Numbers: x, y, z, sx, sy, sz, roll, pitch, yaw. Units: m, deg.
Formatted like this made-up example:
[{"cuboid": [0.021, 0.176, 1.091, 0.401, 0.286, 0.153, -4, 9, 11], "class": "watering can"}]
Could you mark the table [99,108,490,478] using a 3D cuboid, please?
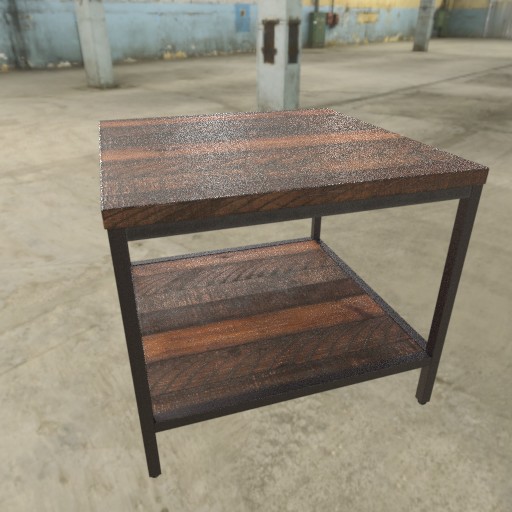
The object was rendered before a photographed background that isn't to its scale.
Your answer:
[{"cuboid": [0.000, 0.000, 0.924, 0.548, 0.482, 0.553, -8, 29, -16], "class": "table"}]
